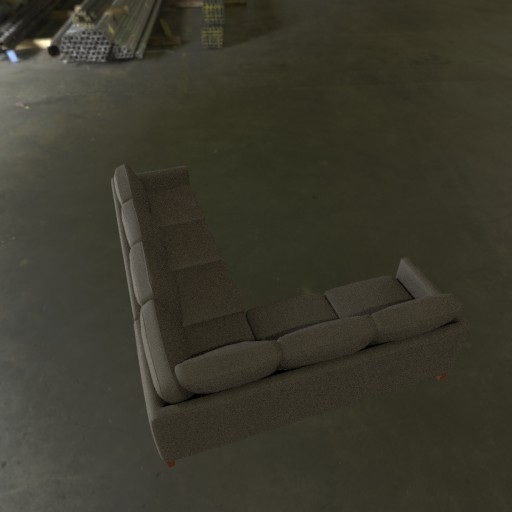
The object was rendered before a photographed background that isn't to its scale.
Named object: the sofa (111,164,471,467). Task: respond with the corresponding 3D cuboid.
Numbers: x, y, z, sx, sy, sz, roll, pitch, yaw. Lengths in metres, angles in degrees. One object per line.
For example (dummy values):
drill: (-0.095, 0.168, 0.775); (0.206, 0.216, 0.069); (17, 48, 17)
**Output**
sofa: (0.000, 0.000, 4.535); (2.593, 0.947, 3.302); (-12, 43, -14)
